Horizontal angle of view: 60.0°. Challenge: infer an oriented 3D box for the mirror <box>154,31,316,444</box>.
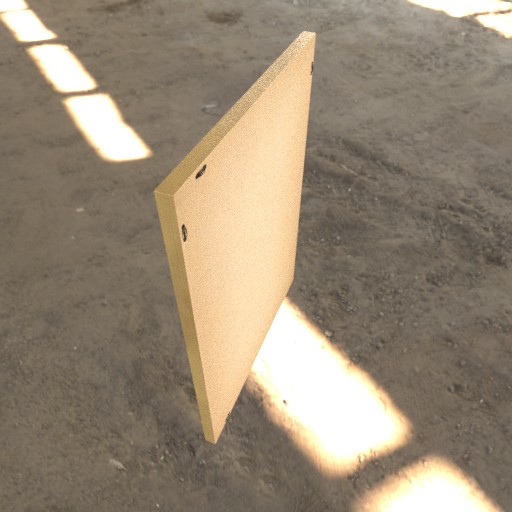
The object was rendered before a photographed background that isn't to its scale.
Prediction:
[{"bbox_3d":[0.000,0.000,1.320,0.041,1.016,0.762,17,48,16],"label":"mirror"}]
